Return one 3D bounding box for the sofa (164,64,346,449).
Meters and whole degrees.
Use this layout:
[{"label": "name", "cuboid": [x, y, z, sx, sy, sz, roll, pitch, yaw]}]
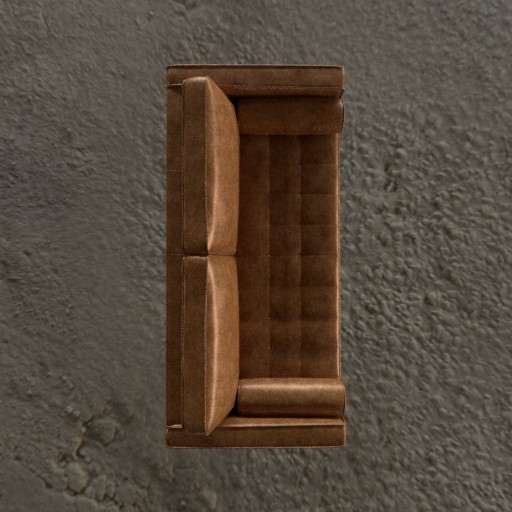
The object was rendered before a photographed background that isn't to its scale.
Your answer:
[{"label": "sofa", "cuboid": [0.000, 0.000, 2.391, 0.924, 0.825, 1.920, 0, 89, -1]}]
